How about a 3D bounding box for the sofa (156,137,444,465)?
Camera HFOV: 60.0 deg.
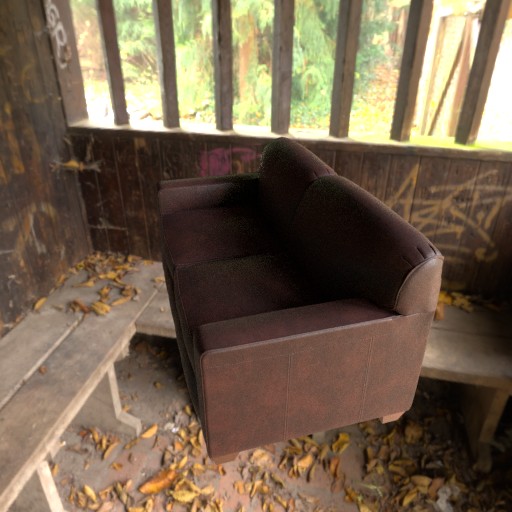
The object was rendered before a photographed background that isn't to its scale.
[{"bbox_3d":[0.000,0.000,2.488,1.000,0.966,1.856,-8,30,-14],"label":"sofa"}]
